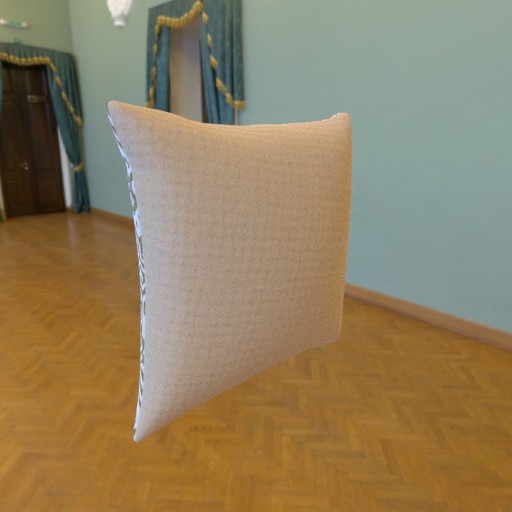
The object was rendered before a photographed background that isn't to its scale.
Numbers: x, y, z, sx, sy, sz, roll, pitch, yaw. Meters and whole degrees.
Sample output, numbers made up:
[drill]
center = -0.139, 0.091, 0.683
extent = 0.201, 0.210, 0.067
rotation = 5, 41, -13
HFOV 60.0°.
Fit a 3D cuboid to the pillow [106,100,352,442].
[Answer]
[pillow]
center = 0.000, 0.000, 0.641
extent = 0.419, 0.407, 0.173
rotation = -14, 21, -41
